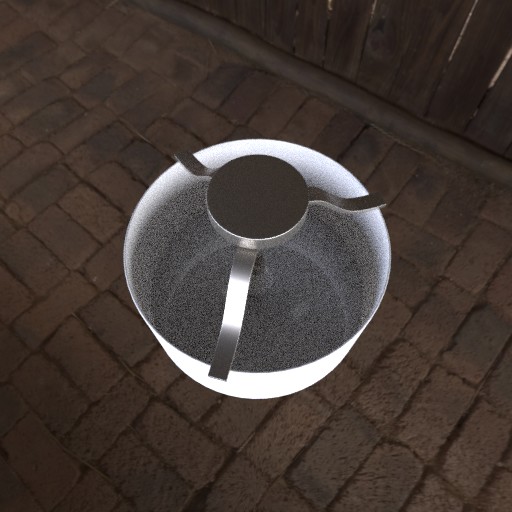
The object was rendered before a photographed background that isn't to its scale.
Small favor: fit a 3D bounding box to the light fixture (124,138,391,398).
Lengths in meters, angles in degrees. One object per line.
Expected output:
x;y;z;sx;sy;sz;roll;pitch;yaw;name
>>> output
0.000;0.000;0.669;0.395;0.304;0.395;0;63;0;light fixture
